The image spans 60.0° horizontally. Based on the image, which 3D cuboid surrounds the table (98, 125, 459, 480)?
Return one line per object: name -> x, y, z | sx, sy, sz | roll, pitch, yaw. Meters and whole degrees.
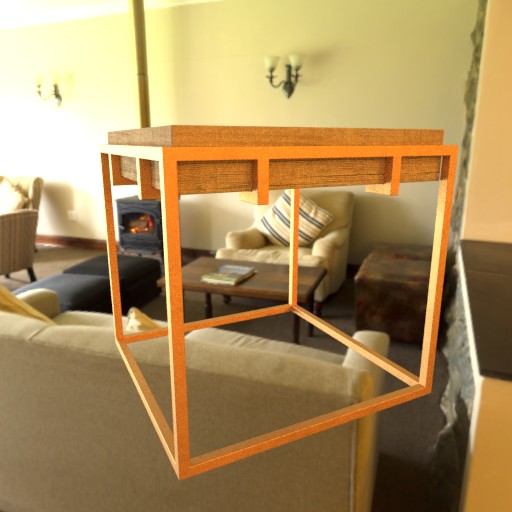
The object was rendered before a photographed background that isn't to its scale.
table -> 0.000, 0.000, 1.073 | 0.599, 0.584, 0.599 | -7, 16, -26
